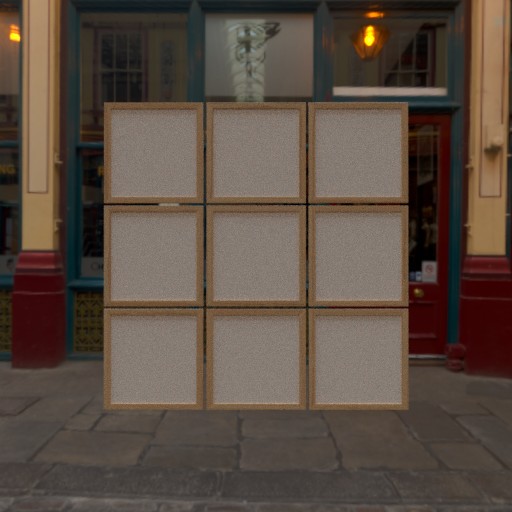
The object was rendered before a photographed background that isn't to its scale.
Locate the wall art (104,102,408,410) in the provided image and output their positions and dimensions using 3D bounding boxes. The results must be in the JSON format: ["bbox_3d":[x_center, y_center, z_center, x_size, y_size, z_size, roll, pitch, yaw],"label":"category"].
[{"bbox_3d":[0.000,0.000,1.763,1.206,1.218,0.013,0,0,0],"label":"wall art"}]
